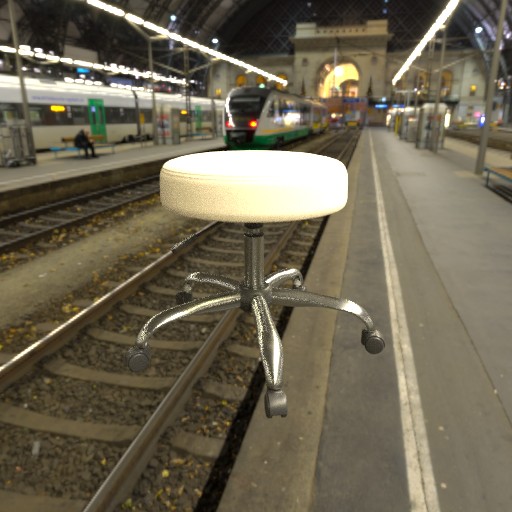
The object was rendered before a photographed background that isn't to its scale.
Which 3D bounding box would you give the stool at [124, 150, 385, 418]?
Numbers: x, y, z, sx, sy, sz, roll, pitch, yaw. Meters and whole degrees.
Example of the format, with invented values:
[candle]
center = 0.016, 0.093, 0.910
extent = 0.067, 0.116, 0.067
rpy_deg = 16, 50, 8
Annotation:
[stool]
center = 0.000, 0.000, 1.065
extent = 0.634, 0.482, 0.614
rpy_deg = -2, 17, -7
